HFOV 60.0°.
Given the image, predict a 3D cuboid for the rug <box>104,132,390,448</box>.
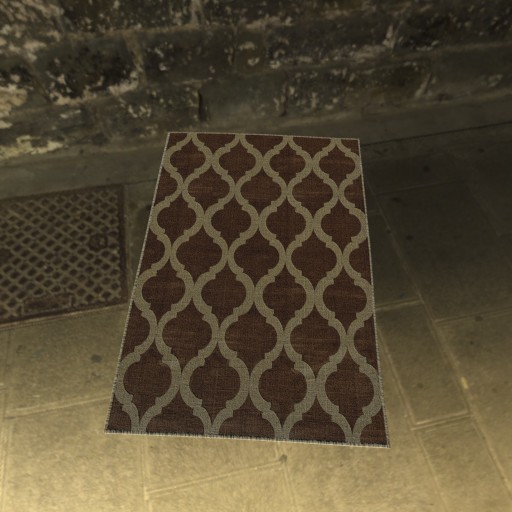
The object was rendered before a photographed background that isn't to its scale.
[{"bbox_3d":[0.000,0.000,2.928,1.522,0.008,2.284,2,58,1],"label":"rug"}]
